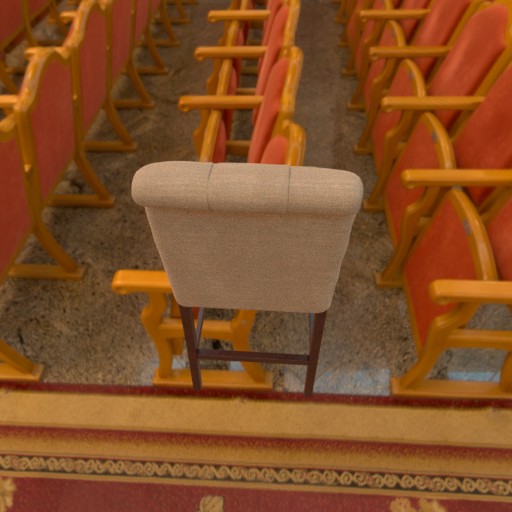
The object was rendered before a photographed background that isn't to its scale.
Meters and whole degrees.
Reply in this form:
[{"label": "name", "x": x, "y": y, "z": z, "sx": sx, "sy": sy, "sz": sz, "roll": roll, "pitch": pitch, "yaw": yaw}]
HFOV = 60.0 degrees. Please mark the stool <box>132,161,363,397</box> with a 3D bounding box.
[{"label": "stool", "x": 0.000, "y": 0.000, "z": 1.461, "sx": 0.486, "sy": 1.084, "sz": 0.660, "roll": 3, "pitch": 47, "yaw": 3}]
